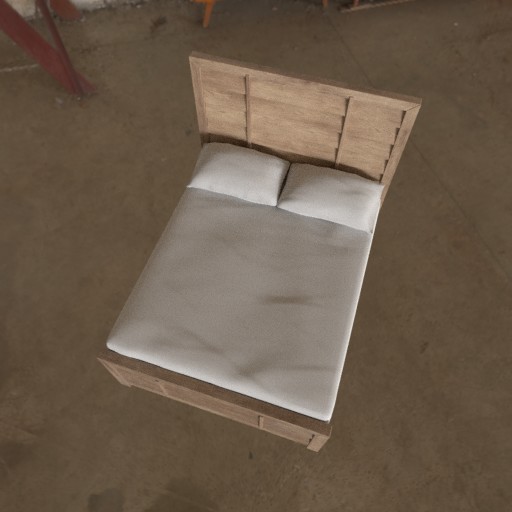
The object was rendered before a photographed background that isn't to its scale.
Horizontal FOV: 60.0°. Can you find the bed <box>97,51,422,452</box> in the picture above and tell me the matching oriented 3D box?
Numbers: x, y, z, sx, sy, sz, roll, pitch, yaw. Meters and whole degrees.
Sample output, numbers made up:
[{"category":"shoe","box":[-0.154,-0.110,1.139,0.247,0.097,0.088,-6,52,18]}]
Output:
[{"category":"bed","box":[0.000,0.000,3.208,1.615,1.631,2.017,16,60,9]}]
